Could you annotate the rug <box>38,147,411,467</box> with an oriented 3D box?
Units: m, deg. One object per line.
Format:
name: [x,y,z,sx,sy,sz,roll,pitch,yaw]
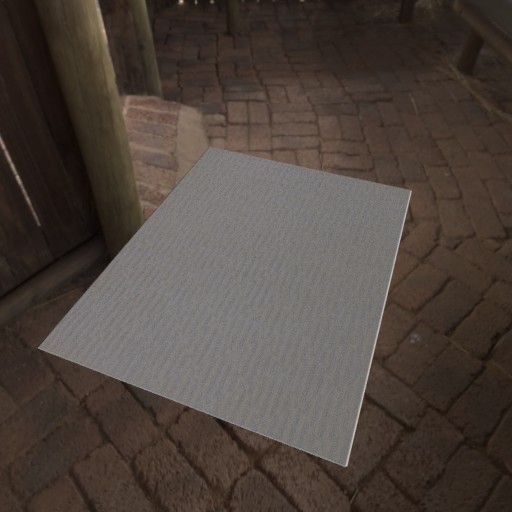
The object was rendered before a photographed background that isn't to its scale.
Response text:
rug: [0.000,0.000,4.086,2.410,0.021,3.055,15,47,15]
